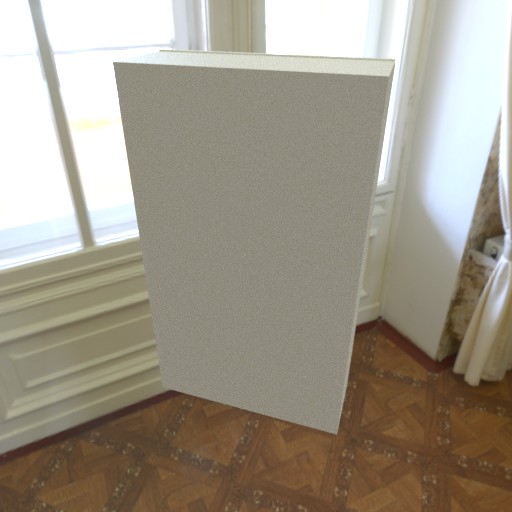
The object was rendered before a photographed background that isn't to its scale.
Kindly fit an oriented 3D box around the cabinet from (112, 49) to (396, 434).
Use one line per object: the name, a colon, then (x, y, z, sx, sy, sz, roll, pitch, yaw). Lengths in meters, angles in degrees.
cabinet: (0.000, 0.000, 2.642, 1.250, 2.160, 0.480, 10, 33, 16)
